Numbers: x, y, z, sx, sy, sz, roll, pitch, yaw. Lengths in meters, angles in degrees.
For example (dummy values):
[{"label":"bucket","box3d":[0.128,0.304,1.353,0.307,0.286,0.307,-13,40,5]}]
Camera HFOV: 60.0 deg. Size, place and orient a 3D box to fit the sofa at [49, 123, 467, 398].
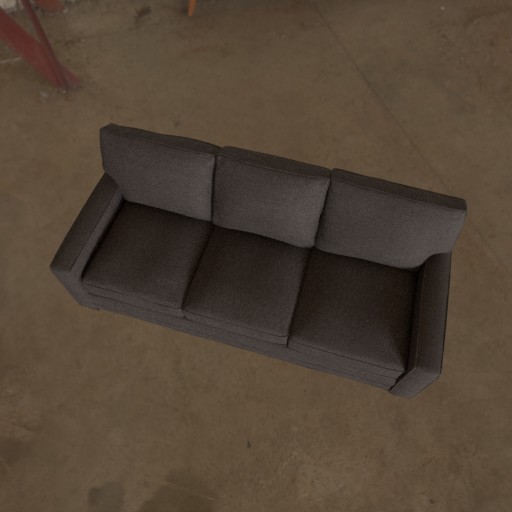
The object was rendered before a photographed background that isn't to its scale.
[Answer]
[{"label":"sofa","box3d":[0.000,0.000,2.853,2.369,0.978,1.004,14,61,8]}]
